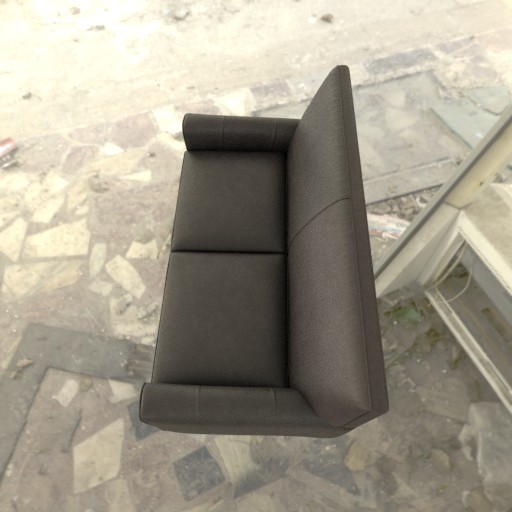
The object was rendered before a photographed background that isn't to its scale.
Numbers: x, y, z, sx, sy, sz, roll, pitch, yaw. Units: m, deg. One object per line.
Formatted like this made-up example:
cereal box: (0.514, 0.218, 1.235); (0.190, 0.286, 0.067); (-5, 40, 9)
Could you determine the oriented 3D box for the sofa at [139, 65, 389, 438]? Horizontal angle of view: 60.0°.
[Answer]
sofa: (0.000, 0.000, 1.966); (0.787, 0.871, 1.473); (1, 60, 1)
